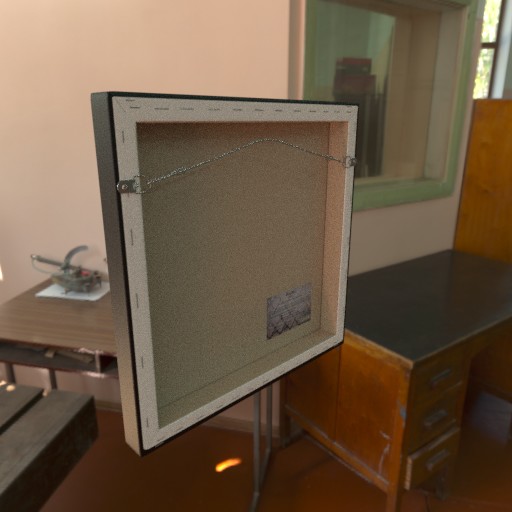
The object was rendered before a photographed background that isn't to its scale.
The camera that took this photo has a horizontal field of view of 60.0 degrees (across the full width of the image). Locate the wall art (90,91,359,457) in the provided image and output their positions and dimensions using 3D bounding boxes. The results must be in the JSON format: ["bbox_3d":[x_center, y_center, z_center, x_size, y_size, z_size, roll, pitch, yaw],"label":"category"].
[{"bbox_3d":[0.000,0.000,0.606,0.406,0.407,0.041,-16,23,-42],"label":"wall art"}]
